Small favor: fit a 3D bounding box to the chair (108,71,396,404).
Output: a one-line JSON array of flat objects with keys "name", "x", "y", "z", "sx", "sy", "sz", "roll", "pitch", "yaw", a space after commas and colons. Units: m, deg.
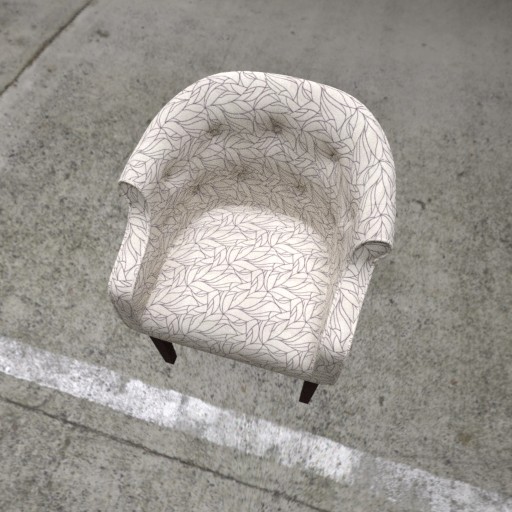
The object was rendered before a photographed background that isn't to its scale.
[{"name": "chair", "x": 0.000, "y": 0.000, "z": 1.325, "sx": 0.686, "sy": 0.858, "sz": 0.613, "roll": 14, "pitch": 58, "yaw": 9}]
